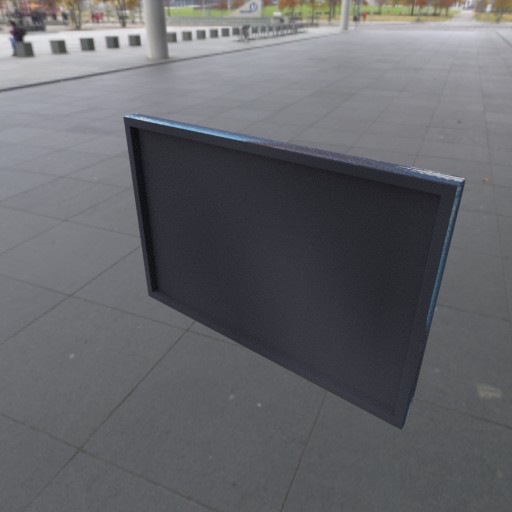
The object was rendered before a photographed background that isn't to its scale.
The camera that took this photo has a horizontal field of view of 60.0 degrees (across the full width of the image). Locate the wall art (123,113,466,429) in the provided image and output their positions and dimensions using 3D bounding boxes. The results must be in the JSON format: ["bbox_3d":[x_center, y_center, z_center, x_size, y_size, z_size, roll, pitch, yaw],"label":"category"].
[{"bbox_3d":[0.000,0.000,0.777,0.609,0.406,0.033,21,35,33],"label":"wall art"}]
